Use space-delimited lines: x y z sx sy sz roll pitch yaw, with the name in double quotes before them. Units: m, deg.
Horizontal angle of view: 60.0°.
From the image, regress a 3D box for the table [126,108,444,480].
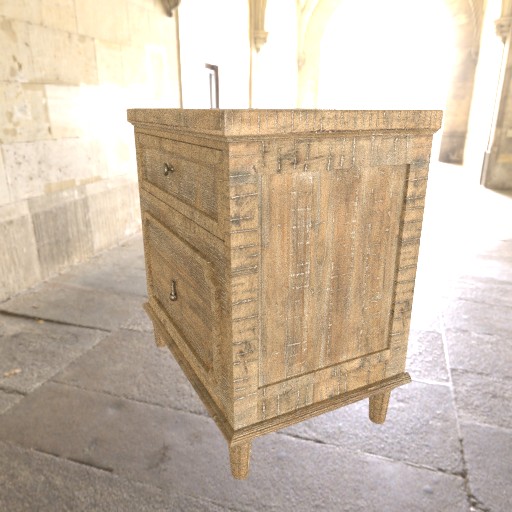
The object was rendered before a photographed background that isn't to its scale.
"table" 0.000 0.000 1.128 0.457 0.711 0.686 -9 21 -26
